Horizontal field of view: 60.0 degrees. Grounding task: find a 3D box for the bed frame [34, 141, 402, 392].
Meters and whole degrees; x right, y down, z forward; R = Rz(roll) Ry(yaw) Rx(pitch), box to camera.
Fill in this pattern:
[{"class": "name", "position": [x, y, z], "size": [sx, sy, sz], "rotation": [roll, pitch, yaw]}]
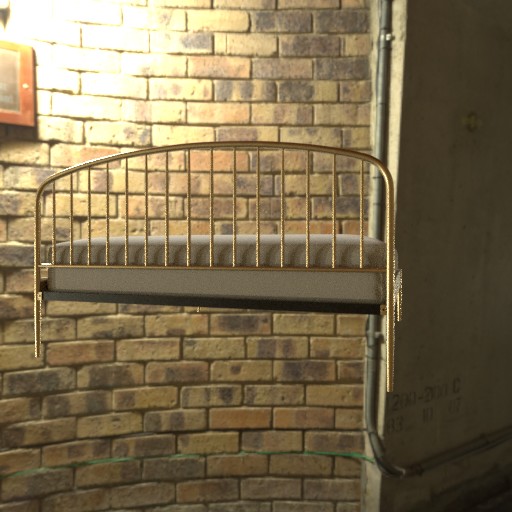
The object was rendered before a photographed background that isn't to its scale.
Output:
[{"class": "bed frame", "position": [0.000, 0.000, 3.279], "size": [2.016, 1.174, 2.152], "rotation": [0, 0, 19]}]
